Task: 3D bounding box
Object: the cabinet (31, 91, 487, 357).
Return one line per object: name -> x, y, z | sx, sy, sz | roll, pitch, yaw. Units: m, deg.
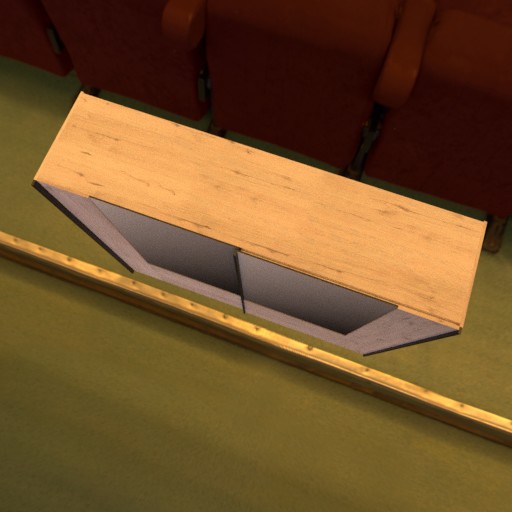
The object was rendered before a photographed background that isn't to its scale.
cabinet -> 0.000, 0.000, 3.547 | 2.500, 2.180, 0.660 | 19, 75, 5
